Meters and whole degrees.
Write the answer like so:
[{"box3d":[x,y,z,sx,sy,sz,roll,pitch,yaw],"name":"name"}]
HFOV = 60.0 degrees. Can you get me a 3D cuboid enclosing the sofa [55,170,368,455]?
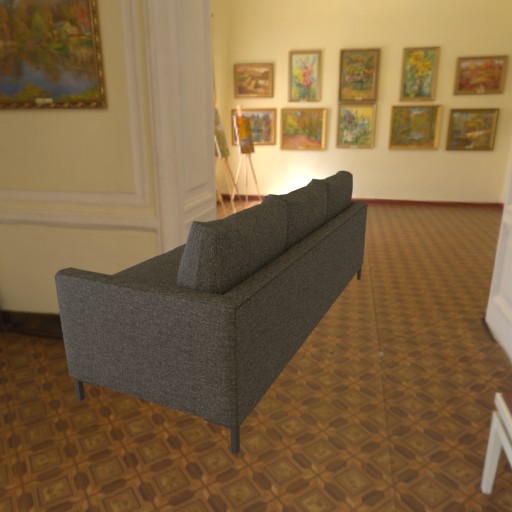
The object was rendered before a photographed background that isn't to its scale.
[{"box3d":[0.000,0.000,2.680,0.876,0.879,2.253,8,18,24],"name":"sofa"}]
